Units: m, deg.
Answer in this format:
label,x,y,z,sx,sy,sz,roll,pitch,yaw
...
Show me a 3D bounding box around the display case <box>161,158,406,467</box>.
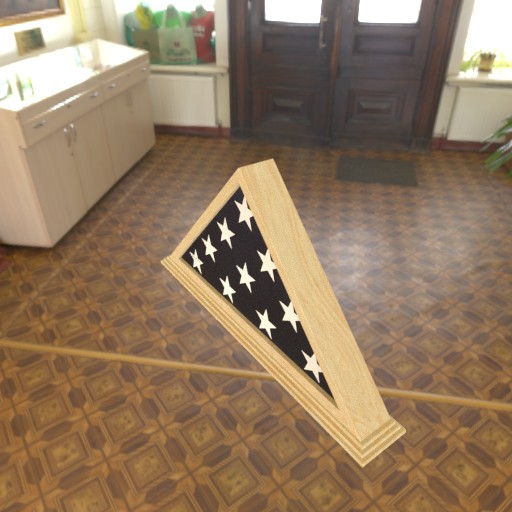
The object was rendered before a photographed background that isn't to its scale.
label,x,y,z,sx,sy,sz,roll,pitch,yaw
display case,0.000,0.000,0.773,0.095,0.340,0.640,-22,39,-30
